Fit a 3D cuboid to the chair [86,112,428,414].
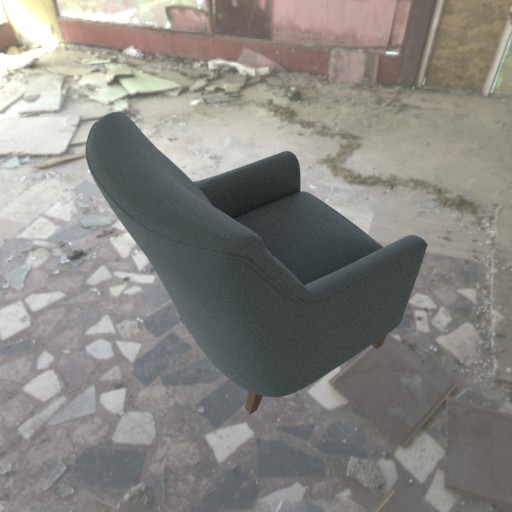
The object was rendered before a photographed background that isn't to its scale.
[{"bbox_3d":[0.000,0.000,1.531,0.879,0.916,0.756,-25,48,-25],"label":"chair"}]
